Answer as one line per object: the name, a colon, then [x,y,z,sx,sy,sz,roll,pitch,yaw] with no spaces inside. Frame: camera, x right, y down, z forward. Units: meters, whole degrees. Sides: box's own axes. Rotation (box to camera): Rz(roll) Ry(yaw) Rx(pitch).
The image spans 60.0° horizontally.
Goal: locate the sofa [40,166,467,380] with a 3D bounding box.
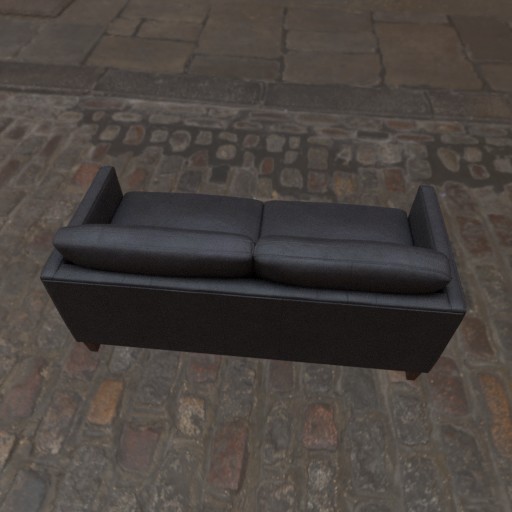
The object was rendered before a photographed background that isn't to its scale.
sofa: [0.000,0.000,2.481,1.971,0.863,0.933,4,47,4]
